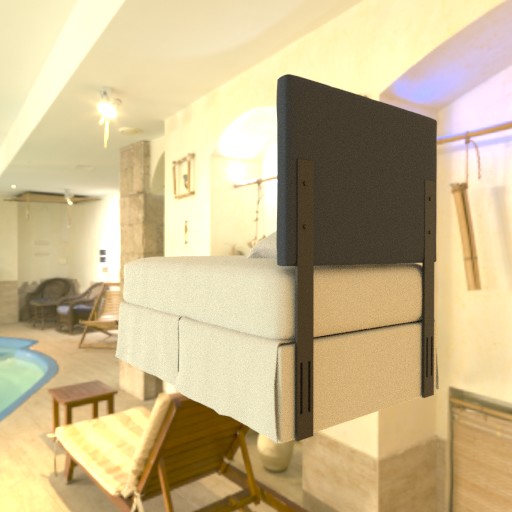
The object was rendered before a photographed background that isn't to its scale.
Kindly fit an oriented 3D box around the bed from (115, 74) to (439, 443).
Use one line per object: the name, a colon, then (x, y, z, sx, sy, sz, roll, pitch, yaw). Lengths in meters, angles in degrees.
bed: (0.000, 0.000, 2.986, 1.261, 1.571, 1.997, 0, 1, -37)
